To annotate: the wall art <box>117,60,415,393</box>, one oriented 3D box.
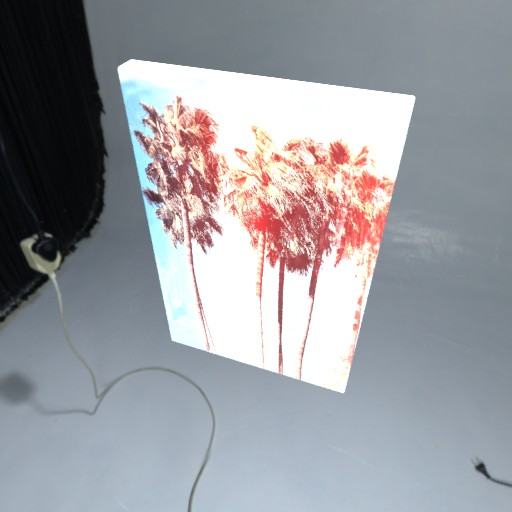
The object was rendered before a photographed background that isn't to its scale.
[{"bbox_3d":[0.000,0.000,0.779,0.401,0.610,0.038,13,43,15],"label":"wall art"}]
